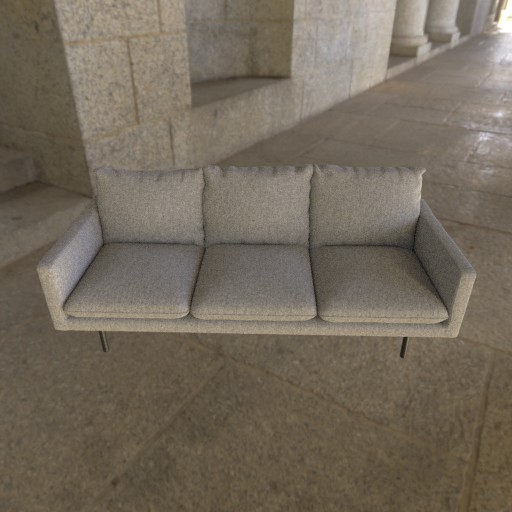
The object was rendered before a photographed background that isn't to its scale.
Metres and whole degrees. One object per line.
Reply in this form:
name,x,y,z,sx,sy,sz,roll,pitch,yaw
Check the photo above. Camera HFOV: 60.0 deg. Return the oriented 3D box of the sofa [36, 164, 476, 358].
sofa,0.000,0.000,2.415,2.000,0.830,0.850,1,31,1
